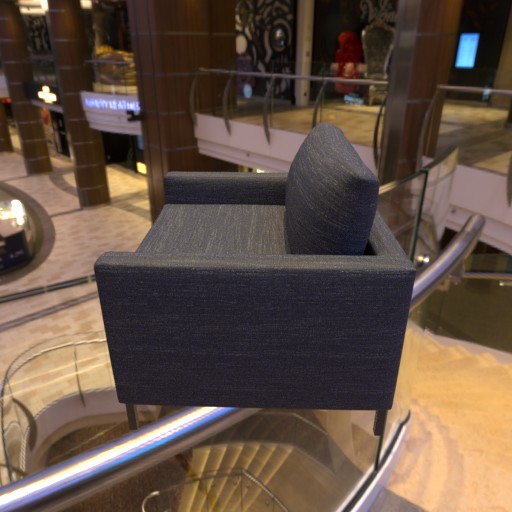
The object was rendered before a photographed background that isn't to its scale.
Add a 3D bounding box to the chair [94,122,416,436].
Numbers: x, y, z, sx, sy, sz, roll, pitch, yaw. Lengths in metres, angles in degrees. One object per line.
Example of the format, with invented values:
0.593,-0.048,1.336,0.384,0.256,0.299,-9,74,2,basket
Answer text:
0.000,0.000,1.645,0.866,0.861,0.963,1,25,2,chair
